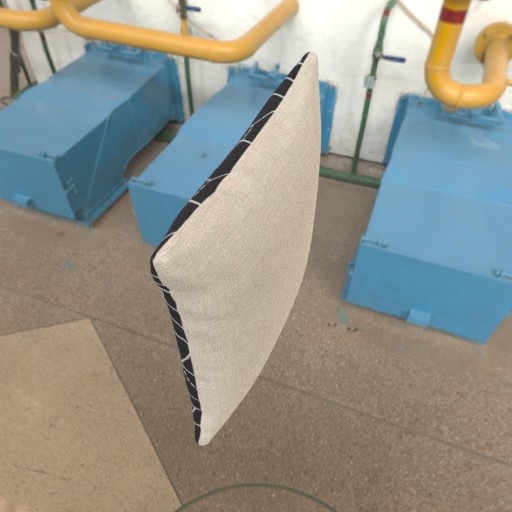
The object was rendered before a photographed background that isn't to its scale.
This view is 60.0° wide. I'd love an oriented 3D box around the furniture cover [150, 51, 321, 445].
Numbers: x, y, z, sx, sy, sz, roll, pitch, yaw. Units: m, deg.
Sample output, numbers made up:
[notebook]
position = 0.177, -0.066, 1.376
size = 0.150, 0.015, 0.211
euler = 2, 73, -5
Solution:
[furniture cover]
position = 0.000, 0.000, 0.773
size = 0.158, 0.508, 0.517
euler = 17, 49, 15
